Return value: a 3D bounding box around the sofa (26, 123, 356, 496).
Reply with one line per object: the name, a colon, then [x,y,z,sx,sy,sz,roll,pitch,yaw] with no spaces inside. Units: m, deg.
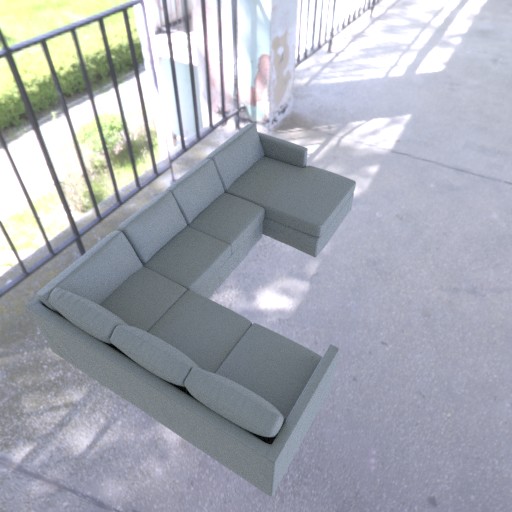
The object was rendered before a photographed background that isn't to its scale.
sofa: [0.000,0.000,4.460,2.427,0.882,3.460,24,50,22]
